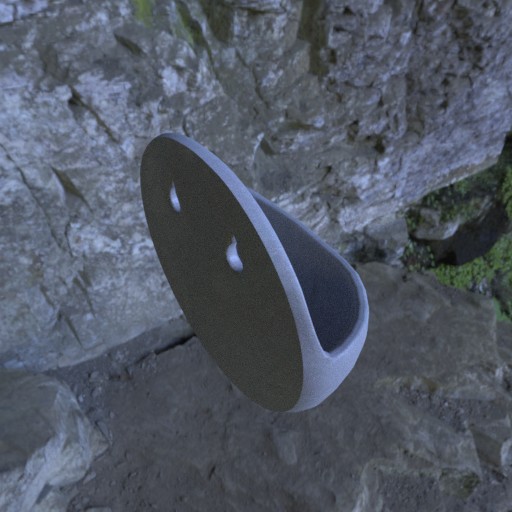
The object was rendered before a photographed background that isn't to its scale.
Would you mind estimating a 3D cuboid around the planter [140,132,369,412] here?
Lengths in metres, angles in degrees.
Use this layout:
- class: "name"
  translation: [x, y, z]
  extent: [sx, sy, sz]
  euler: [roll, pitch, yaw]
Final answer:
- class: "planter"
  translation: [0.000, 0.000, 0.277]
  extent: [0.073, 0.164, 0.190]
  euler: [-25, 46, -26]
